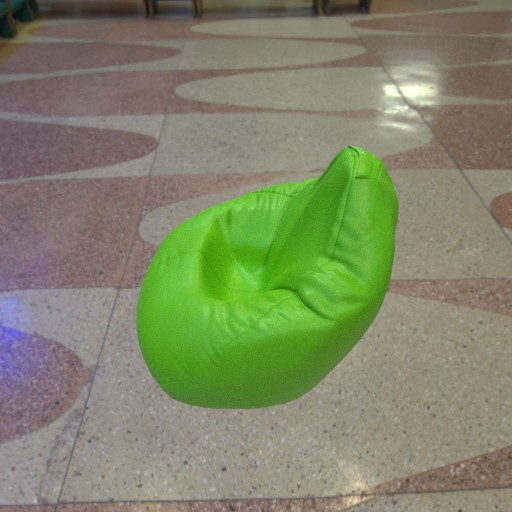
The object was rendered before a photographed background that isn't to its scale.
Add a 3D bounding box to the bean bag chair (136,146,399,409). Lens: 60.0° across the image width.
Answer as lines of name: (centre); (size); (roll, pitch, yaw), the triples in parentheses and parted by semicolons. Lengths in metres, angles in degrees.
bean bag chair: (0.000, 0.000, 1.914); (1.070, 0.990, 1.070); (1, 42, 1)
